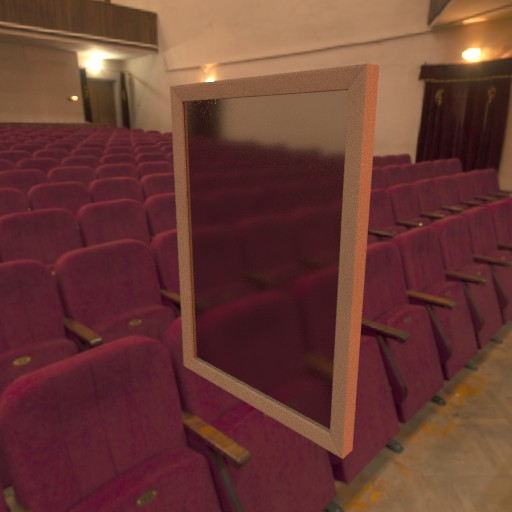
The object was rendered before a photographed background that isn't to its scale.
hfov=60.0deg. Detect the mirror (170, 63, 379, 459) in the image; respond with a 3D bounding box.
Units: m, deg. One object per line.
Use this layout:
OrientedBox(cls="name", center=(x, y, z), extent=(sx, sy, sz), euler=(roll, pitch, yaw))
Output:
OrientedBox(cls="mirror", center=(0.000, 0.000, 0.946), extent=(0.507, 0.710, 0.040), euler=(15, 22, 42))
